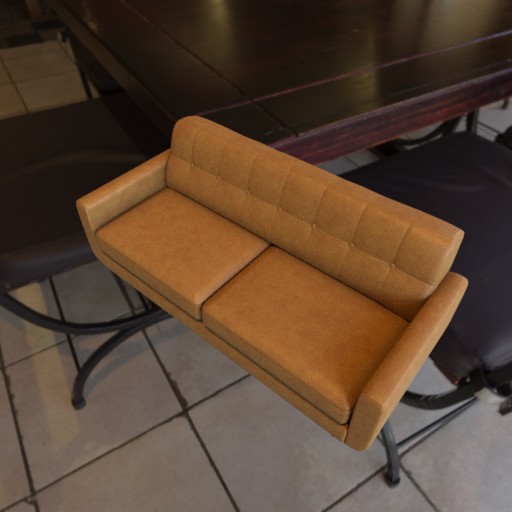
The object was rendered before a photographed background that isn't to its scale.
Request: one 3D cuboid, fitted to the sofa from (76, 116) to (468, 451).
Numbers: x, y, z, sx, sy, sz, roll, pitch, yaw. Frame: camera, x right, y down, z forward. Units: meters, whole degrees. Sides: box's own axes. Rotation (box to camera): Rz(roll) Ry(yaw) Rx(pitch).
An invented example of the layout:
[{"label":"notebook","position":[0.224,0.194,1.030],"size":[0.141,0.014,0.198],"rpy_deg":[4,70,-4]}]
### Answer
[{"label":"sofa","position":[0.000,0.000,2.626],"size":[2.137,0.892,0.980],"rpy_deg":[30,52,27]}]
